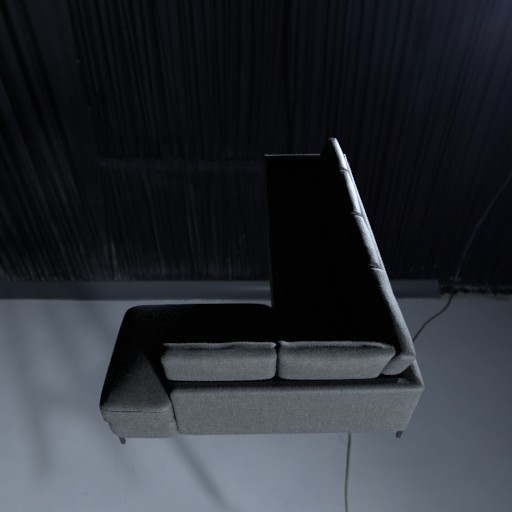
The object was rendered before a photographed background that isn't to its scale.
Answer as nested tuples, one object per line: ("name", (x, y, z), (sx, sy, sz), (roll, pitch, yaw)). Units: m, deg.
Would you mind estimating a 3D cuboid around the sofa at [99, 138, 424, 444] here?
("sofa", (0.000, 0.000, 3.820), (1.984, 0.858, 2.972), (-1, 41, -1))
